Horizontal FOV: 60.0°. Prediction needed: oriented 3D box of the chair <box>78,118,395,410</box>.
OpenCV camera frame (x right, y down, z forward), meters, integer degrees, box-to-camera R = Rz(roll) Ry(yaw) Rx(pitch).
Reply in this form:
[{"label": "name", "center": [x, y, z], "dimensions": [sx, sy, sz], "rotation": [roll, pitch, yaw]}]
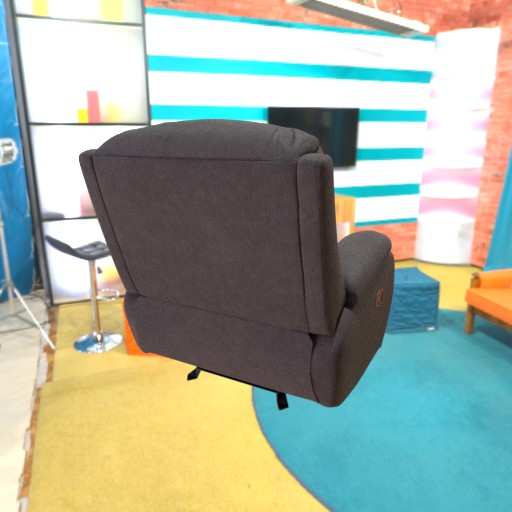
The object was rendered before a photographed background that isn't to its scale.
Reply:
[{"label": "chair", "center": [0.000, 0.000, 1.741], "dimensions": [0.930, 1.011, 0.899], "rotation": [8, 17, 28]}]
